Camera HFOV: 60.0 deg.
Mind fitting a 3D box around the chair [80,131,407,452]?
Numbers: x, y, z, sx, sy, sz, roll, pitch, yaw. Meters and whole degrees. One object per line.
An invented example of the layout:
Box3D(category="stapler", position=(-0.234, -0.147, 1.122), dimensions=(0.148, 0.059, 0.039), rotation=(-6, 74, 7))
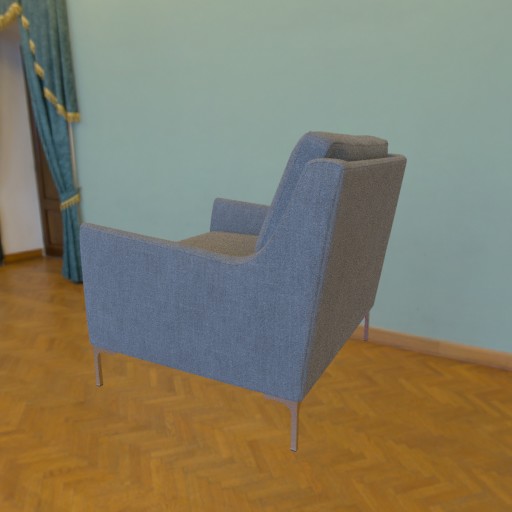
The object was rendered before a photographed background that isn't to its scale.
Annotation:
Box3D(category="chair", position=(0.000, 0.000, 1.567), dimensions=(0.849, 0.828, 0.847), rotation=(7, 16, 27))
